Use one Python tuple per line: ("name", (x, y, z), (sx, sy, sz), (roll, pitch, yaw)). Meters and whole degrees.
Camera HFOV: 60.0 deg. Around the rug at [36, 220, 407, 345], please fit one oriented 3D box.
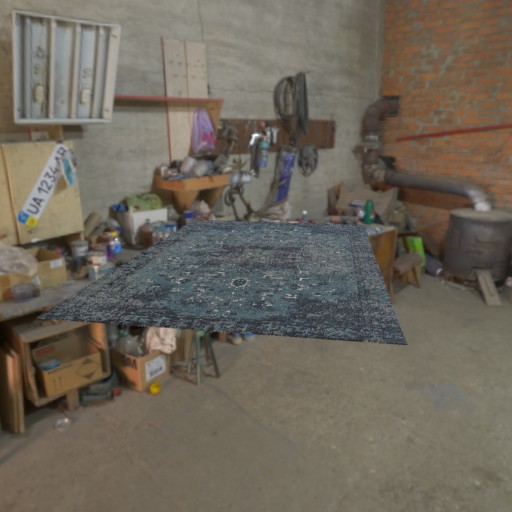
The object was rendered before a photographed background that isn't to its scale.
("rug", (0.000, 0.000, 2.287), (1.219, 0.005, 1.828), (3, 16, 9))
